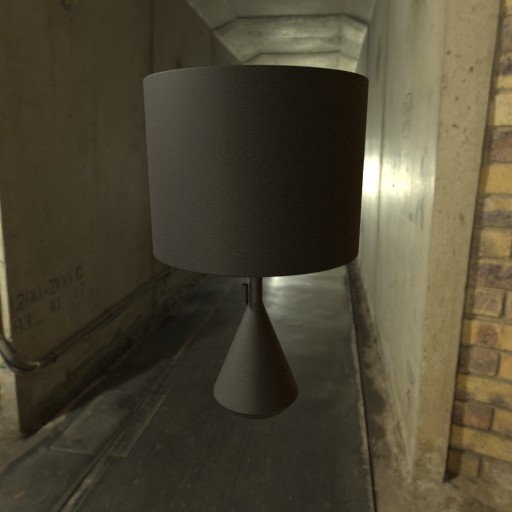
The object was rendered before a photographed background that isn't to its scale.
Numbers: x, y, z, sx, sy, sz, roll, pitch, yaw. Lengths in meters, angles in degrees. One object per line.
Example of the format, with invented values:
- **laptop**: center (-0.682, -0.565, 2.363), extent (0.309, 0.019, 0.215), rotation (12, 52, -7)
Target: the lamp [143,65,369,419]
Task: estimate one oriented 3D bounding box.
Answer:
- **lamp**: center (0.000, 0.000, 0.797), extent (0.359, 0.584, 0.359), rotation (-8, 16, -27)
